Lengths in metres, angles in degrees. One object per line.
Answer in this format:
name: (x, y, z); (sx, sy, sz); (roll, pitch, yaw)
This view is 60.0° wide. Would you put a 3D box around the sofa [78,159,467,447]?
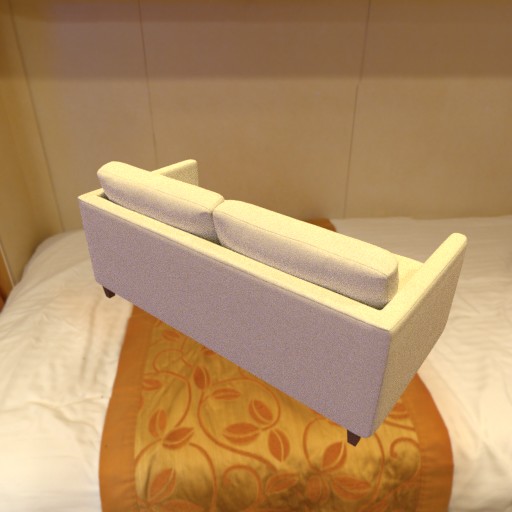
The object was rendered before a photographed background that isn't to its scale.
sofa: (0.000, 0.000, 2.518); (1.981, 0.889, 0.965); (22, 36, 33)
